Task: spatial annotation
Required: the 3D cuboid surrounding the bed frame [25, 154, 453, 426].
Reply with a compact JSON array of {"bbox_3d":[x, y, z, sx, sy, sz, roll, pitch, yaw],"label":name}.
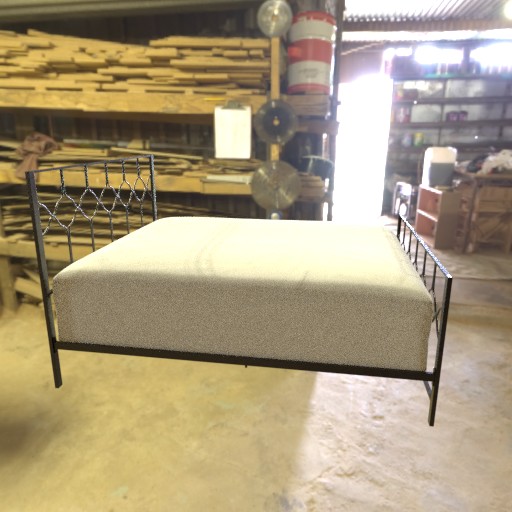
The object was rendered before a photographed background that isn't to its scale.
[{"bbox_3d":[0.000,0.000,2.961,2.063,1.222,1.597,3,16,9],"label":"bed frame"}]
